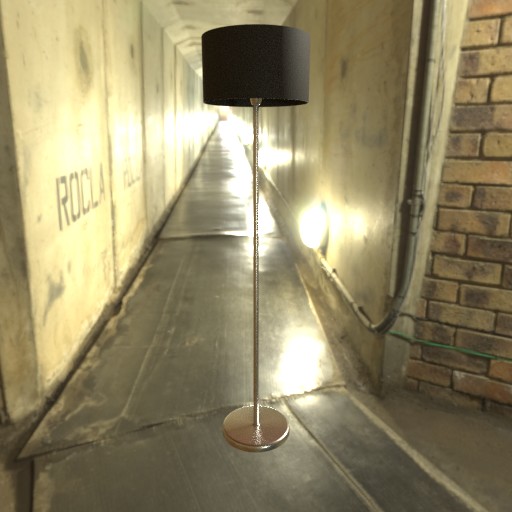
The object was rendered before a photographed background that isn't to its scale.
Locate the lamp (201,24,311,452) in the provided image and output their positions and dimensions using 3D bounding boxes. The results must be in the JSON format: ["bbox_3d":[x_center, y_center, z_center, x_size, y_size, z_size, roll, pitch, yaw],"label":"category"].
[{"bbox_3d":[0.000,0.000,1.601,0.348,1.443,0.348,8,16,27],"label":"lamp"}]
